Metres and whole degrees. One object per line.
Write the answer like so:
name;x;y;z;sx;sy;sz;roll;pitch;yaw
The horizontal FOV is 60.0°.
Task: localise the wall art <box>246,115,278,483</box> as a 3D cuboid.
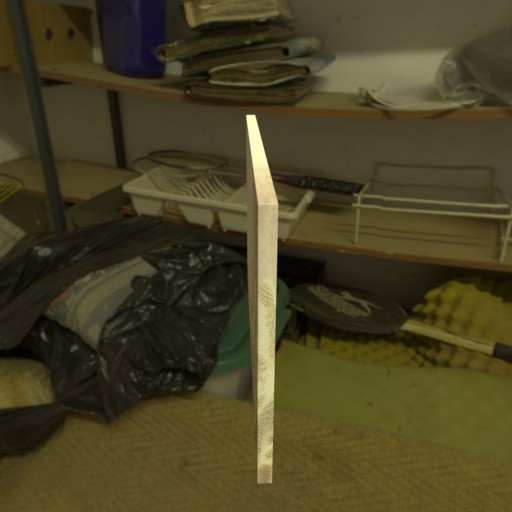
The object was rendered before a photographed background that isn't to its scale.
wall art;0.000;0.000;1.495;0.041;0.758;1.142;-1;26;-2
